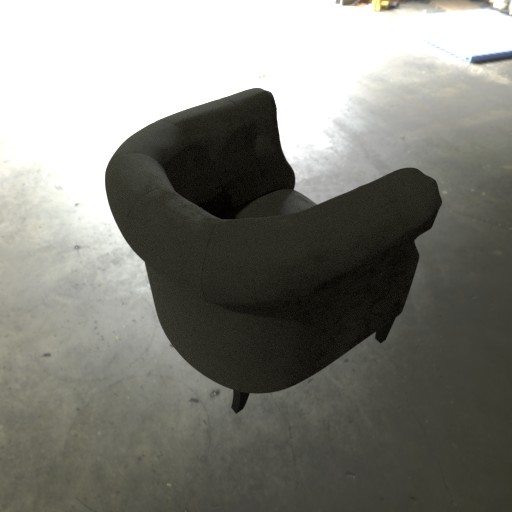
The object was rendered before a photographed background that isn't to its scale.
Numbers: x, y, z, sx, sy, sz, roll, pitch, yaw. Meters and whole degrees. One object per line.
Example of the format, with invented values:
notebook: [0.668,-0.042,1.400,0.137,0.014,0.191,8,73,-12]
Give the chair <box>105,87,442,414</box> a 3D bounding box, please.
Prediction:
chair: [0.000,0.000,1.559,0.851,0.826,0.904,-27,49,-26]
